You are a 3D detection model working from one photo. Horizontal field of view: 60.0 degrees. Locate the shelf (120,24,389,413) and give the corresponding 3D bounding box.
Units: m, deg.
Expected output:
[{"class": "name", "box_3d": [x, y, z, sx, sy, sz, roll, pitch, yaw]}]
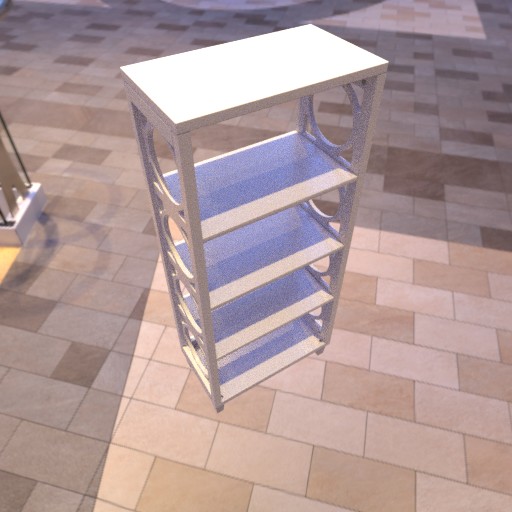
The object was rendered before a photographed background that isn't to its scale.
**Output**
[{"class": "shelf", "box_3d": [0.000, 0.000, 1.648, 0.611, 1.411, 0.340, -24, 50, -22]}]
